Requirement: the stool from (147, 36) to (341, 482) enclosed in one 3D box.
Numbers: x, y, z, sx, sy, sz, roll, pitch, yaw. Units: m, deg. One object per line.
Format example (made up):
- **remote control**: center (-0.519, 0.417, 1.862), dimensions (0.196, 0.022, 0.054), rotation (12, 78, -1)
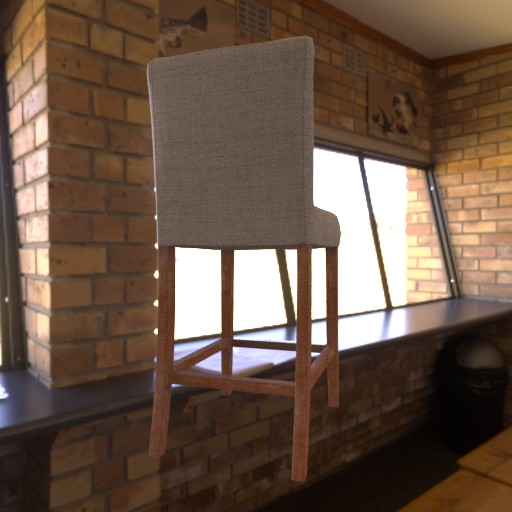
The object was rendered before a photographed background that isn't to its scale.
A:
- **stool**: center (0.000, 0.000, 1.342), dimensions (0.454, 1.039, 0.567), rotation (0, 1, 18)
